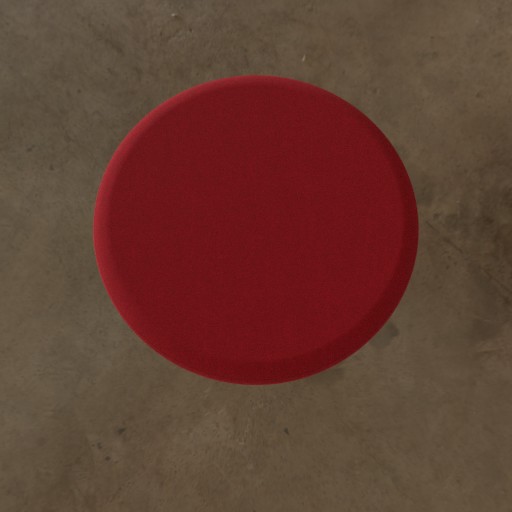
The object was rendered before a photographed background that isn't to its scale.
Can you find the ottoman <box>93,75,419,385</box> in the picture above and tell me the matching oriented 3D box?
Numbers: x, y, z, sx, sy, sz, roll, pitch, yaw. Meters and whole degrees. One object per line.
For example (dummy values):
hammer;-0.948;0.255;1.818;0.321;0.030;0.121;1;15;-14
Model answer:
ottoman;0.000;0.000;0.723;0.400;0.406;0.400;0;75;0
